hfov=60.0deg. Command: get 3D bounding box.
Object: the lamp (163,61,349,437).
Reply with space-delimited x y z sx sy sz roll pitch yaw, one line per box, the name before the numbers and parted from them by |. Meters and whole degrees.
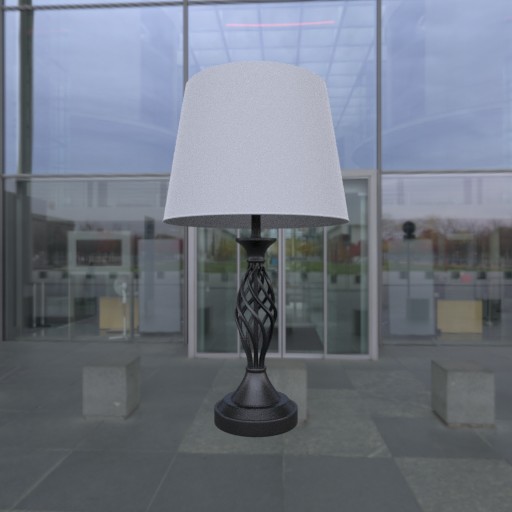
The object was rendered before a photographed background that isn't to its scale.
lamp | 0.000 0.000 0.801 0.331 0.594 0.331 0 0 0
